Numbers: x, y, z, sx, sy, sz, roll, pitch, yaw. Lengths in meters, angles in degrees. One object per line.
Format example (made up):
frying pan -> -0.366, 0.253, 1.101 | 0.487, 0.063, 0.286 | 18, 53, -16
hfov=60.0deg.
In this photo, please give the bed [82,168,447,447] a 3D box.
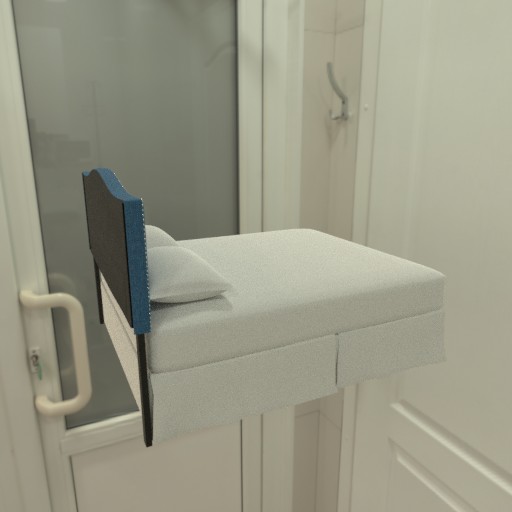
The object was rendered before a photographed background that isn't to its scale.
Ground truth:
bed -> 0.000, 0.000, 2.866 | 1.872, 1.169, 1.610 | -7, 17, -25
